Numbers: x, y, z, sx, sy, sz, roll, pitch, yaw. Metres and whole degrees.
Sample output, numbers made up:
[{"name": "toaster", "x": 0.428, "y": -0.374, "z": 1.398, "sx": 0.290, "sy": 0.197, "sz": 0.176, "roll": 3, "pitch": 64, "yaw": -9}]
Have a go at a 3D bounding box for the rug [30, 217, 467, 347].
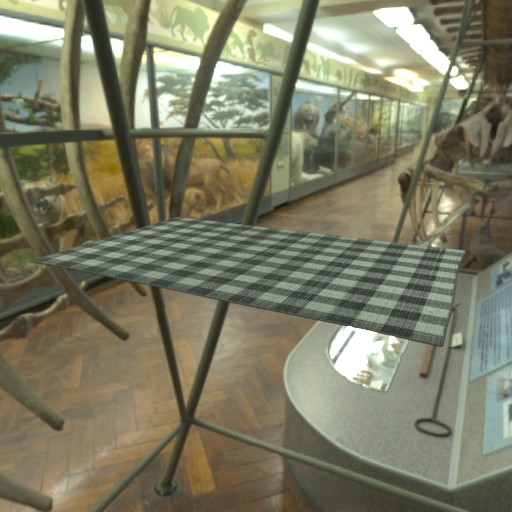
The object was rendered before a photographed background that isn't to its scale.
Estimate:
[{"name": "rug", "x": 0.000, "y": 0.000, "z": 2.952, "sx": 2.476, "sy": 0.011, "sz": 1.554, "roll": 9, "pitch": 19, "yaw": 26}]
